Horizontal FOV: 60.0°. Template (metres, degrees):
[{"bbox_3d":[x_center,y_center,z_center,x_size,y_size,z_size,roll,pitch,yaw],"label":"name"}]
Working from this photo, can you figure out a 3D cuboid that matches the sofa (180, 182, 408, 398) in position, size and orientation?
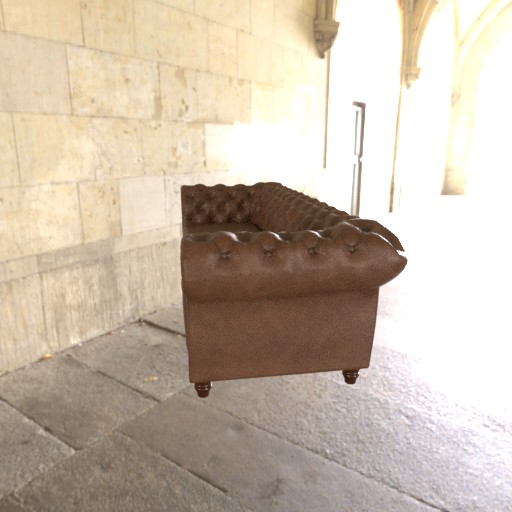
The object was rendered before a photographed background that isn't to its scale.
[{"bbox_3d":[0.000,0.000,2.869,0.944,0.783,2.385,-2,15,-9],"label":"sofa"}]
